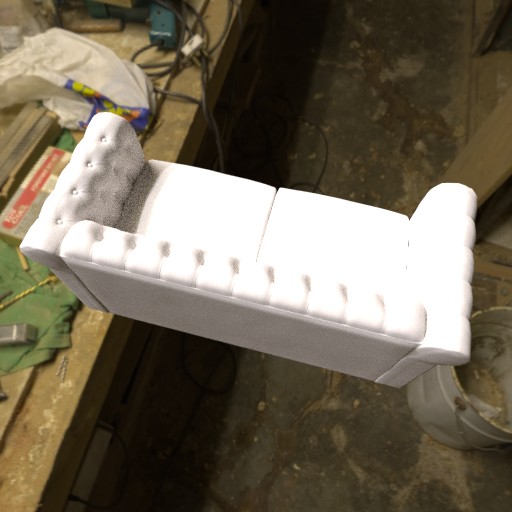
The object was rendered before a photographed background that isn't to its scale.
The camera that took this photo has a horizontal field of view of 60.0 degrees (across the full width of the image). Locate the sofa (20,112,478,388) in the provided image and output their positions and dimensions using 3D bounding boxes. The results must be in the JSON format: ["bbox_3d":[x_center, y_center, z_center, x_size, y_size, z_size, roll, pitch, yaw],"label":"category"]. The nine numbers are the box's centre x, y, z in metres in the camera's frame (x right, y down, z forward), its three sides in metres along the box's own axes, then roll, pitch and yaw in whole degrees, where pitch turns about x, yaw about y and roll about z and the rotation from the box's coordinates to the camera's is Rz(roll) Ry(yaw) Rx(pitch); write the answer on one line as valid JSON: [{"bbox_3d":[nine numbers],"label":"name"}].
[{"bbox_3d":[0.000,0.000,2.148,1.798,0.796,0.771,13,64,7],"label":"sofa"}]
